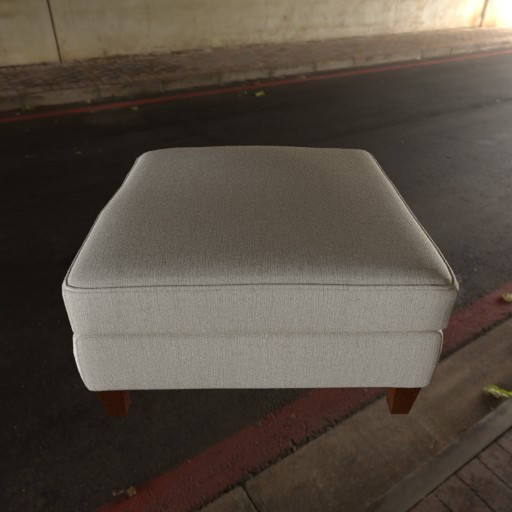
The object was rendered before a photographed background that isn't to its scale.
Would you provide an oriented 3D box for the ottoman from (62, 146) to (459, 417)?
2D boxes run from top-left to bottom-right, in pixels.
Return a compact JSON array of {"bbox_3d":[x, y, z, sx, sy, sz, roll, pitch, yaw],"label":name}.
[{"bbox_3d":[0.000,0.000,1.325,0.838,0.478,0.838,0,32,-1],"label":"ottoman"}]
